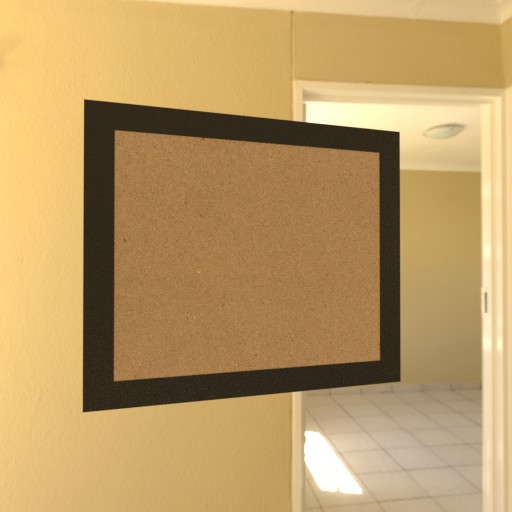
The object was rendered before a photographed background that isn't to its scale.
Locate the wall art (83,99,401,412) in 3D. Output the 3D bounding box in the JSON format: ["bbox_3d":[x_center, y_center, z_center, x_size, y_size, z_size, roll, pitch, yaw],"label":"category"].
[{"bbox_3d":[0.000,0.000,0.525,0.381,0.321,0.028,0,-1,-18],"label":"wall art"}]
